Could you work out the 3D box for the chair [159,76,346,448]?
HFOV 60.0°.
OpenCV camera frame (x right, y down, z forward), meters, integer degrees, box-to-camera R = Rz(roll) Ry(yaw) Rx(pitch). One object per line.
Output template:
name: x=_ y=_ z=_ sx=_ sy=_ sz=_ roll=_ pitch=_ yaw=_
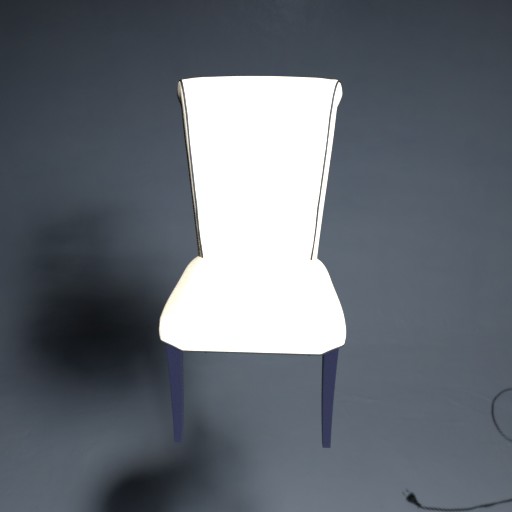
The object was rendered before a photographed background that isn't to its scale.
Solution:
chair: x=0.000 y=0.000 z=1.403 sx=0.522 sy=0.997 sz=0.623 roll=1 pitch=29 yaw=2
